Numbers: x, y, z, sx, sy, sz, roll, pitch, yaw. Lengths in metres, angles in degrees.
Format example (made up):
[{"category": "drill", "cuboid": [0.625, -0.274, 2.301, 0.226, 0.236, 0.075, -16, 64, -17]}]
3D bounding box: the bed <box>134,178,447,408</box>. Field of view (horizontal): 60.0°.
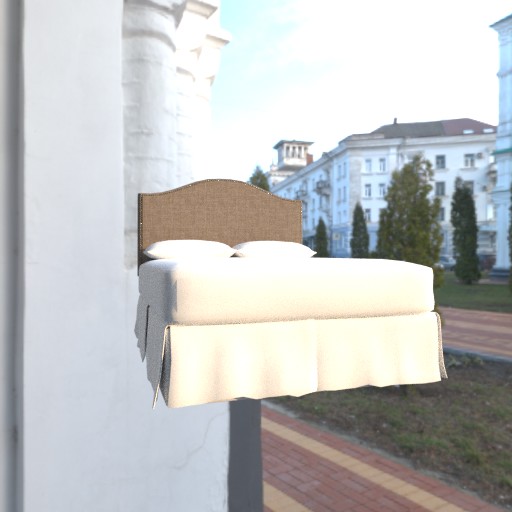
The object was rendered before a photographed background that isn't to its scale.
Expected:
[{"category": "bed", "cuboid": [0.000, 0.000, 3.345, 1.713, 1.518, 2.153, 0, 0, -18]}]
